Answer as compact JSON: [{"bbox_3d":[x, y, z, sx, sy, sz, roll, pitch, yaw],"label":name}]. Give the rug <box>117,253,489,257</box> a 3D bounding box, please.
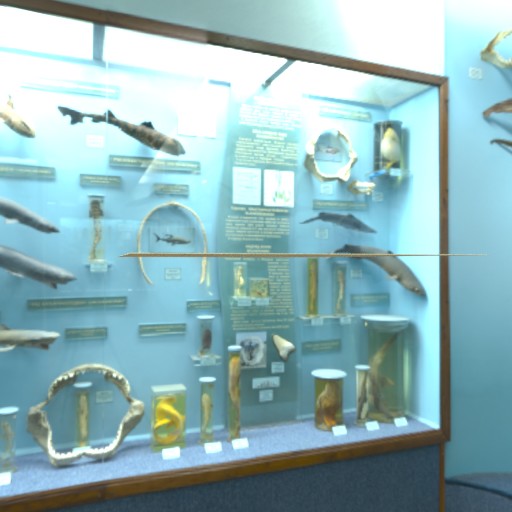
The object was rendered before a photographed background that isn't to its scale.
[{"bbox_3d":[0.000,0.000,4.203,2.454,0.005,3.067,0,0,-19],"label":"rug"}]
